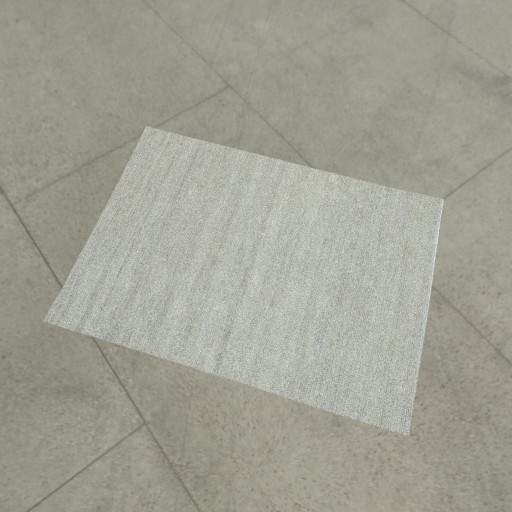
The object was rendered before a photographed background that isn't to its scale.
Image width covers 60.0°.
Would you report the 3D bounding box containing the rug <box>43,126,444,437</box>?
[{"bbox_3d":[0.000,0.000,2.912,2.264,0.030,1.624,16,65,7],"label":"rug"}]
